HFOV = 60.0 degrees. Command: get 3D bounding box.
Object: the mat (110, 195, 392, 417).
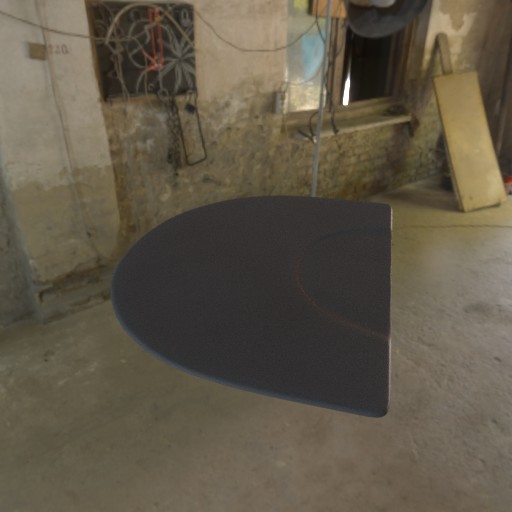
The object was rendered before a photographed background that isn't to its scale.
[{"bbox_3d":[0.000,0.000,1.550,0.917,0.016,1.220,8,30,13],"label":"mat"}]
